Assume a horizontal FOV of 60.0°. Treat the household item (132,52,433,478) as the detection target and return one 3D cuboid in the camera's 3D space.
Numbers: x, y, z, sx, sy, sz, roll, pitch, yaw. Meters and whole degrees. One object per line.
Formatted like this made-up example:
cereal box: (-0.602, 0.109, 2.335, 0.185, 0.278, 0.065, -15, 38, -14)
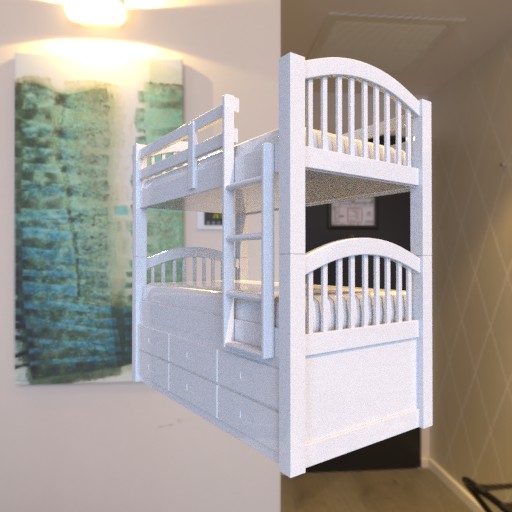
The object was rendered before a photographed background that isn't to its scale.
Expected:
household item: (0.000, 0.000, 3.148, 1.143, 2.032, 2.032, 0, -1, -35)
